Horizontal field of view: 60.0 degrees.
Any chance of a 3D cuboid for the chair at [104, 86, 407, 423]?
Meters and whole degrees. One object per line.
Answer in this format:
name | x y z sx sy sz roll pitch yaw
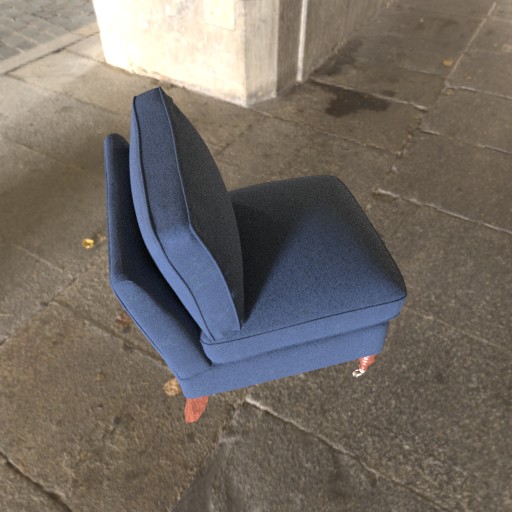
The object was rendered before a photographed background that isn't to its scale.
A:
chair | 0.000 0.000 1.644 0.912 1.052 0.724 -11 48 -10
